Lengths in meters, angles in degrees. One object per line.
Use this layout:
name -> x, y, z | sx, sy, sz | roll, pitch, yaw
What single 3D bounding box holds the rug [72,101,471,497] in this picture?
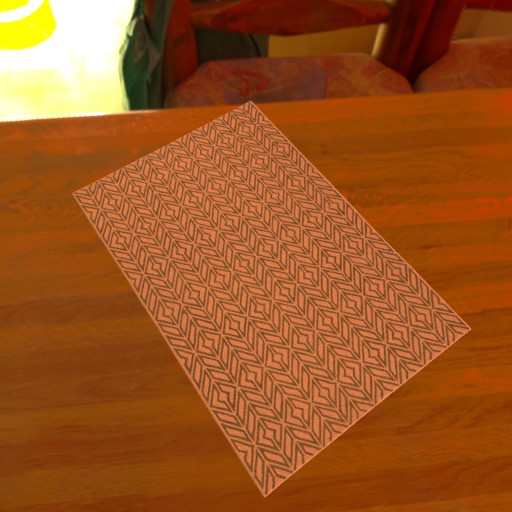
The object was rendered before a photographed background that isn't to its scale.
rug -> 0.000, 0.000, 2.293 | 1.220, 0.007, 1.828 | -32, 67, -15
